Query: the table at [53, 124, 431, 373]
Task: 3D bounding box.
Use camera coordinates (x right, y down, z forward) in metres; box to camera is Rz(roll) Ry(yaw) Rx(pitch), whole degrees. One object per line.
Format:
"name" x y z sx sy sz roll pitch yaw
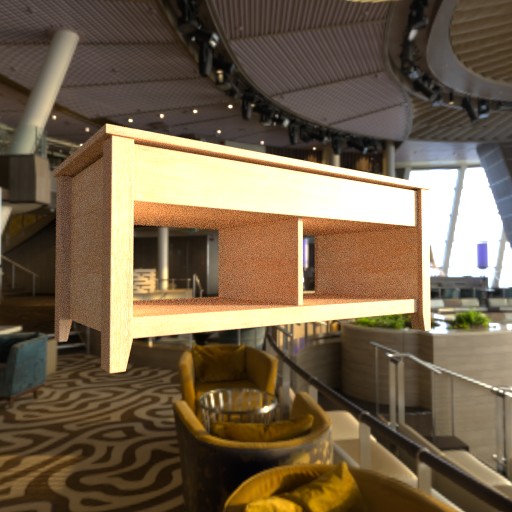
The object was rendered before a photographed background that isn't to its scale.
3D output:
"table" 0.000 0.000 1.296 1.016 0.457 0.483 1 -2 -35
